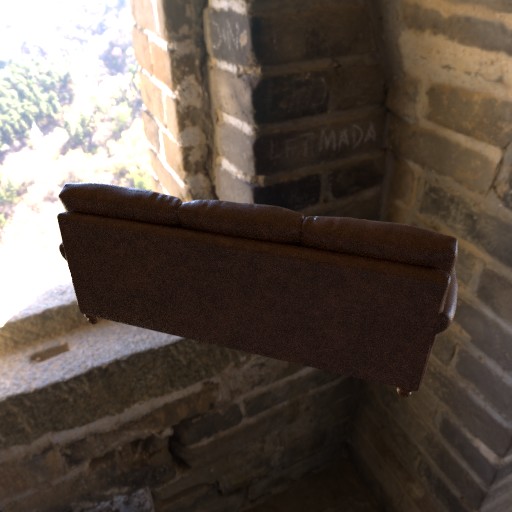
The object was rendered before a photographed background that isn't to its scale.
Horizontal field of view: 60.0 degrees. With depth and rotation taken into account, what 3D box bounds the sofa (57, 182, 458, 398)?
[{"bbox_3d":[0.000,0.000,2.840,2.351,0.977,0.973,10,32,16],"label":"sofa"}]
